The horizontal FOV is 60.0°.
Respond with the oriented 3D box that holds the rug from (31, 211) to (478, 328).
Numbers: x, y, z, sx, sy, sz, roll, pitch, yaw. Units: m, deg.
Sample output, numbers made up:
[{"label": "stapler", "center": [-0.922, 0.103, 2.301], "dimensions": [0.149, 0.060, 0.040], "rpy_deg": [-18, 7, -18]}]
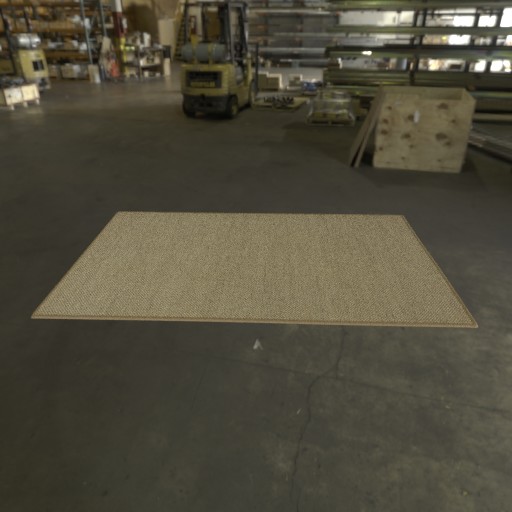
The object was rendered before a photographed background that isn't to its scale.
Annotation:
[{"label": "rug", "center": [0.000, 0.000, 2.112], "dimensions": [1.667, 0.013, 1.062], "rpy_deg": [1, 28, 2]}]
